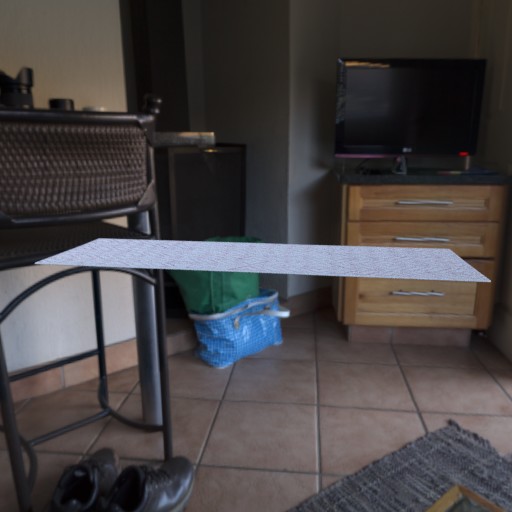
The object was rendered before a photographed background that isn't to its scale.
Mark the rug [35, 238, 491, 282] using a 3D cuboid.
[{"bbox_3d":[0.000,0.000,2.701,2.435,0.009,0.750,2,13,8],"label":"rug"}]
